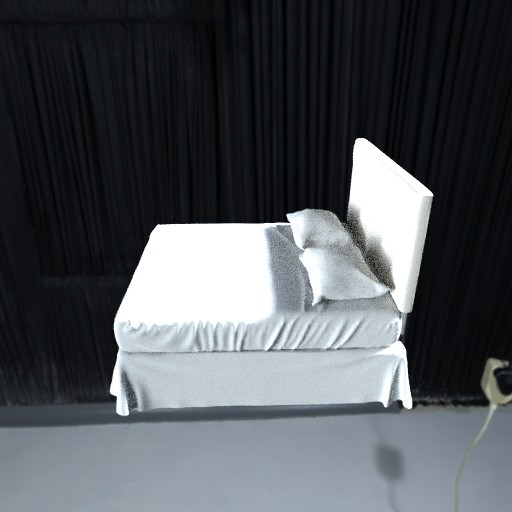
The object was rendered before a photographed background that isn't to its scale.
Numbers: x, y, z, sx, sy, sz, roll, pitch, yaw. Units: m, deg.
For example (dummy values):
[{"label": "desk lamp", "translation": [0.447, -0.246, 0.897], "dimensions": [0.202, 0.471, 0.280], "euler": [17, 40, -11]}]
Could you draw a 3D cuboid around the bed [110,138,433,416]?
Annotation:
[{"label": "bed", "translation": [0.000, 0.000, 3.644], "dimensions": [2.222, 1.577, 1.936], "euler": [-1, 26, -2]}]
